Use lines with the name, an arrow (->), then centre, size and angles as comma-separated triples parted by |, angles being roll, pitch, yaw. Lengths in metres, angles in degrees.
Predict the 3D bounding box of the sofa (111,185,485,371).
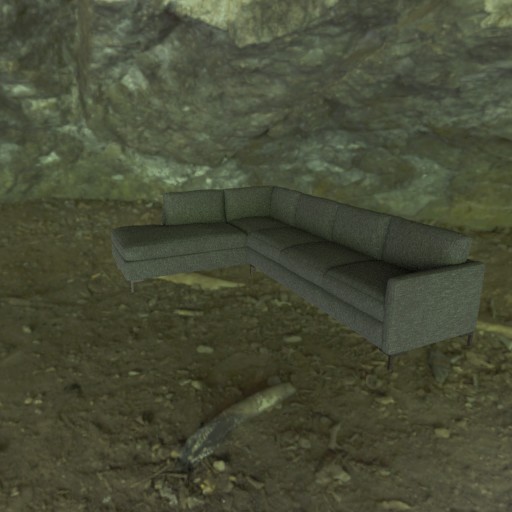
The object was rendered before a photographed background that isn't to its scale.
sofa -> 0.000, 0.000, 3.823 | 2.007, 0.815, 2.949 | -8, 19, -25
